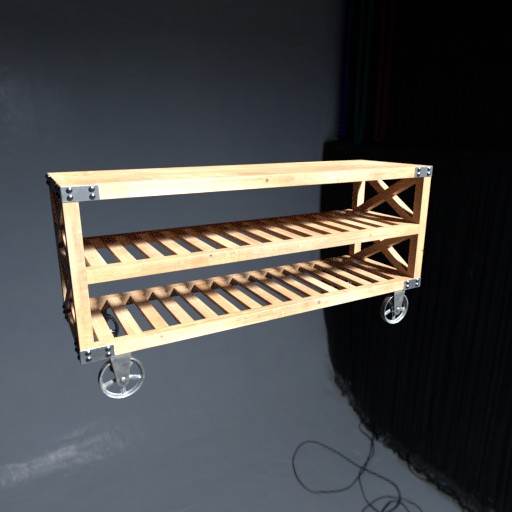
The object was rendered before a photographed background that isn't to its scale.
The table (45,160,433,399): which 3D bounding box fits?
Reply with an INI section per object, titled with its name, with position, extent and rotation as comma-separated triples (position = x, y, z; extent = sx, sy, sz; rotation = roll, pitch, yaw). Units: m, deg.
[table]
position = 0.000, 0.000, 1.844
extent = 1.487, 0.711, 0.467
rotation = -9, 18, -27
